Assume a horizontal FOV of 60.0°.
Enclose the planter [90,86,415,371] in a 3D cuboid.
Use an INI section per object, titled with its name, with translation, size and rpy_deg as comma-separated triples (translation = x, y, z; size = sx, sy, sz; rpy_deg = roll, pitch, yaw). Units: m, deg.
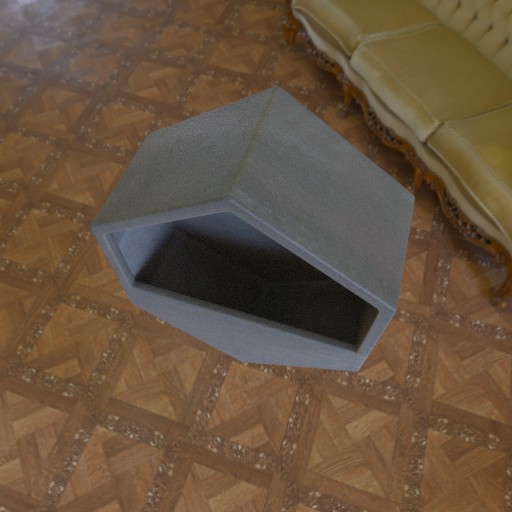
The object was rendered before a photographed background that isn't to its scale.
[planter]
translation = 0.000, 0.000, 0.291
size = 0.169, 0.206, 0.077
rpy_deg = 15, 59, 9
